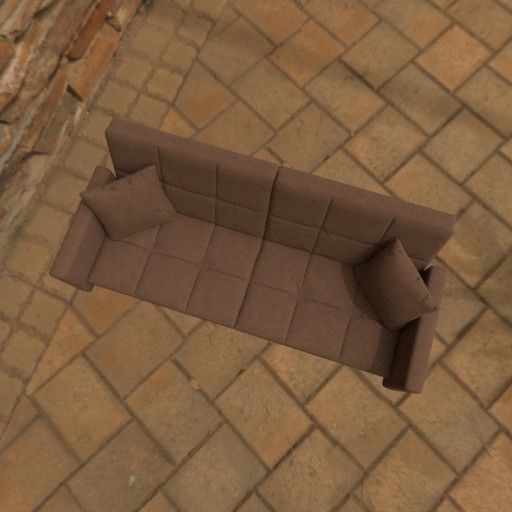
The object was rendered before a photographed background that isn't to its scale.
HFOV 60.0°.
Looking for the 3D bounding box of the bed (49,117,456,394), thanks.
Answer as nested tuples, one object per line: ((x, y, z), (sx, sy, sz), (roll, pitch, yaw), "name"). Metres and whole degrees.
((0.000, 0.000, 2.384), (1.905, 0.787, 0.889), (17, 76, 4), "bed")
